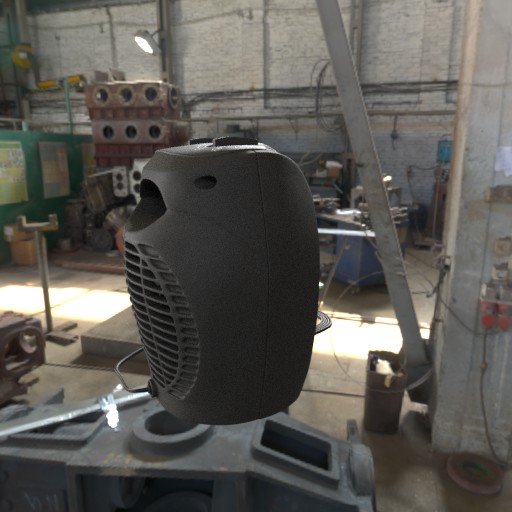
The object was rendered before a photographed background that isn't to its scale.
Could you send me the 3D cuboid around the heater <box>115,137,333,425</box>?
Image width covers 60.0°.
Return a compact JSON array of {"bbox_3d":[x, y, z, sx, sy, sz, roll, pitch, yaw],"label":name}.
[{"bbox_3d":[0.000,0.000,0.468,0.291,0.240,0.239,-7,16,-27],"label":"heater"}]
